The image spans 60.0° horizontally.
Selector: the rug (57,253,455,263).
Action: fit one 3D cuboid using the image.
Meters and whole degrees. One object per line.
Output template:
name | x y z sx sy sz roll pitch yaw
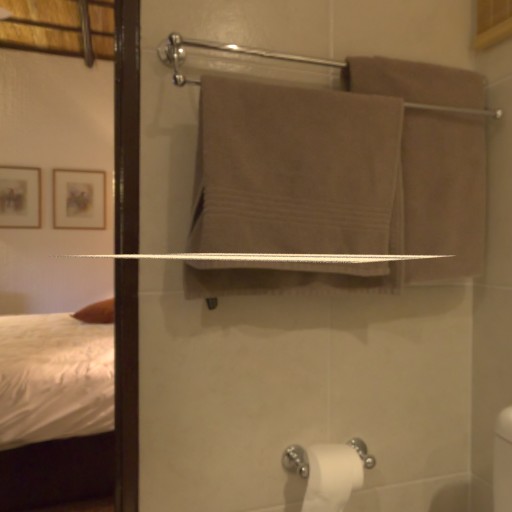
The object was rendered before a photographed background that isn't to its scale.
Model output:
rug | 0.000 0.000 4.196 3.037 0.004 2.453 1 1 36
